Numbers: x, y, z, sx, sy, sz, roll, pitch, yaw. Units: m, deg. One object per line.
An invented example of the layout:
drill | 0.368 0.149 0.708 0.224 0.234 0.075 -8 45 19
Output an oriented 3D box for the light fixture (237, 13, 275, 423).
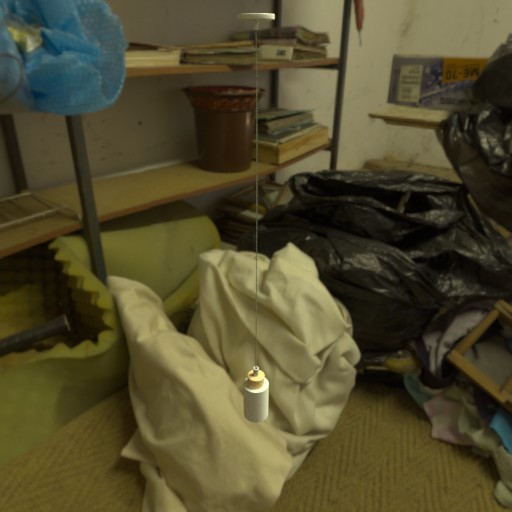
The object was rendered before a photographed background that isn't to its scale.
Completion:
light fixture | 0.000 0.000 1.875 0.125 1.798 0.125 7 27 15
